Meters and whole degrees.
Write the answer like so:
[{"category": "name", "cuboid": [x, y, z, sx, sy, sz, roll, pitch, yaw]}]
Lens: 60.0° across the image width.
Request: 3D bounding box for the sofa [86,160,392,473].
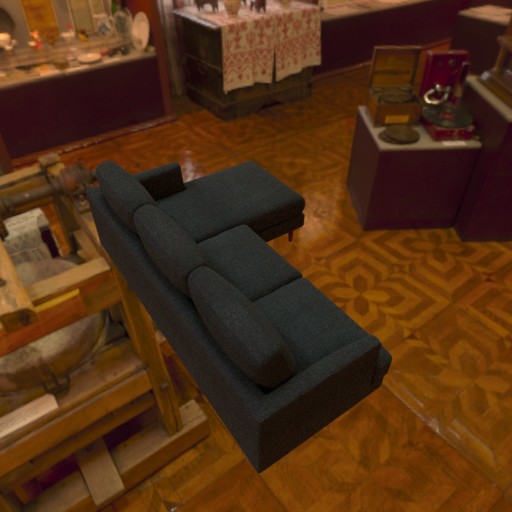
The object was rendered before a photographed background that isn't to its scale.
[{"category": "sofa", "cuboid": [0.000, 0.000, 3.015, 1.504, 0.956, 2.233, -25, 47, -26]}]
